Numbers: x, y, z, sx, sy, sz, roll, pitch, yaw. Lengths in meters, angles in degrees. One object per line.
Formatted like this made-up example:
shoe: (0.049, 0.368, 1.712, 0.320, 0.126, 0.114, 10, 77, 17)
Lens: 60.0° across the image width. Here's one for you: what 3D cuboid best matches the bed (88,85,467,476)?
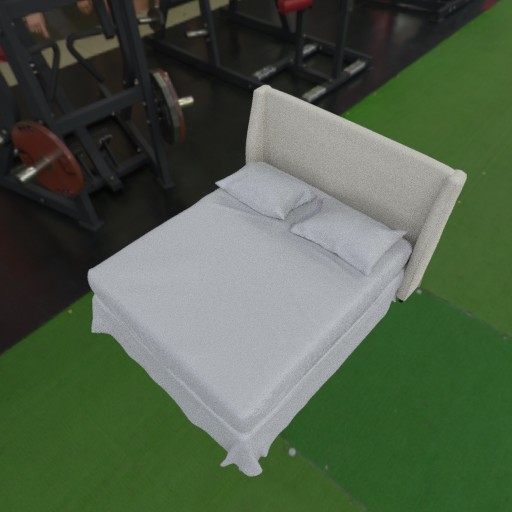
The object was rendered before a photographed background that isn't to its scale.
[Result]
bed: (0.000, 0.000, 3.408, 1.925, 1.332, 2.276, 35, 56, 27)
